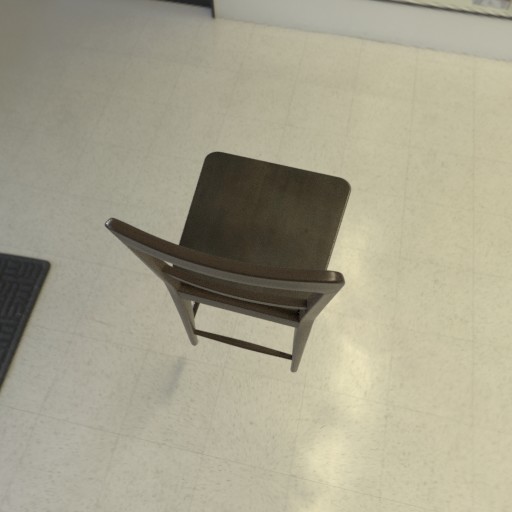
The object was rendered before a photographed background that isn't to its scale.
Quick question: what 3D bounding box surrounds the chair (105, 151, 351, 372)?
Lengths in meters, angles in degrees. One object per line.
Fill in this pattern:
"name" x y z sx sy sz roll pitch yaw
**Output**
"chair" 0.000 0.000 1.302 0.450 0.991 0.546 14 64 7
